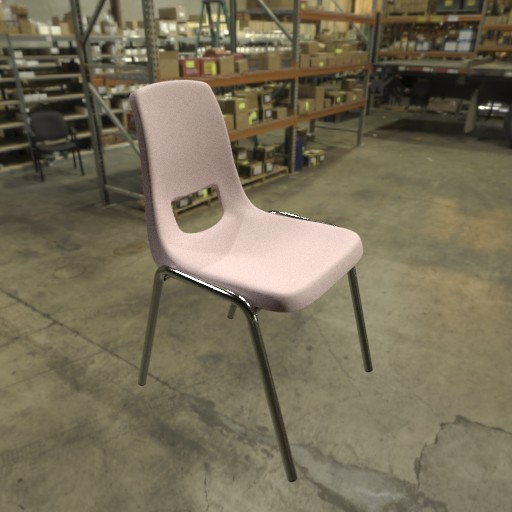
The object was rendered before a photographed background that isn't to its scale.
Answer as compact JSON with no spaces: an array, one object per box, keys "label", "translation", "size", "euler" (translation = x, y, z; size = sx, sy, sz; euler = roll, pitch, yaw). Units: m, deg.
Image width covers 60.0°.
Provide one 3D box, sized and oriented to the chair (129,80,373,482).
[{"label":"chair","translation":[0.000,0.000,0.911],"size":[0.436,0.653,0.381],"euler":[17,31,31]}]
